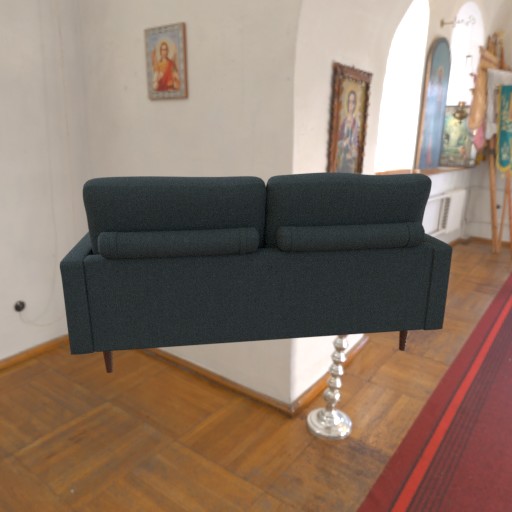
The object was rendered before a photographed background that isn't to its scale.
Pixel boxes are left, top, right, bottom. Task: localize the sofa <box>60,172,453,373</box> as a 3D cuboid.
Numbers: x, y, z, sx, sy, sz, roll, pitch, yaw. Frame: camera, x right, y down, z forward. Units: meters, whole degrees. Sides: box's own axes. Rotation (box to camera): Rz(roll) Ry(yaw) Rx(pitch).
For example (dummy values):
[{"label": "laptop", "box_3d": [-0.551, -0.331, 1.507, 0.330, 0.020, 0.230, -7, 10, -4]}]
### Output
[{"label": "sofa", "box_3d": [0.000, 0.000, 2.684, 2.010, 1.050, 0.966, -2, 16, -8]}]
